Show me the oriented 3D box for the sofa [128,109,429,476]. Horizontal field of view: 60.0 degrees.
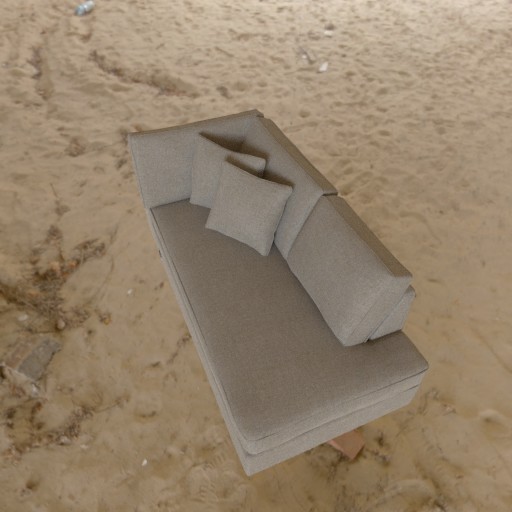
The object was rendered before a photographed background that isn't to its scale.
[{"bbox_3d":[0.000,0.000,2.878,1.110,1.019,2.238,-17,48,-16],"label":"sofa"}]
